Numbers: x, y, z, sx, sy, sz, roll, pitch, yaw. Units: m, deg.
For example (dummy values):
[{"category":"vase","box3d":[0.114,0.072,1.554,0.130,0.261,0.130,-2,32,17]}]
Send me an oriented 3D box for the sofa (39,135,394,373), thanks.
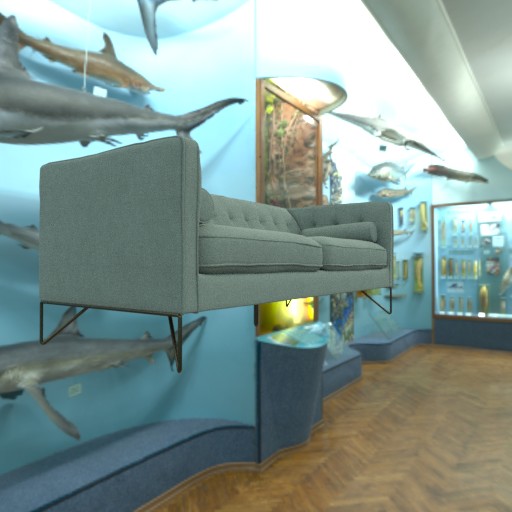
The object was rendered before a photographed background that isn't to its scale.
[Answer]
[{"category":"sofa","box3d":[0.000,0.000,2.528,0.912,0.798,2.079,-1,-1,36]}]
